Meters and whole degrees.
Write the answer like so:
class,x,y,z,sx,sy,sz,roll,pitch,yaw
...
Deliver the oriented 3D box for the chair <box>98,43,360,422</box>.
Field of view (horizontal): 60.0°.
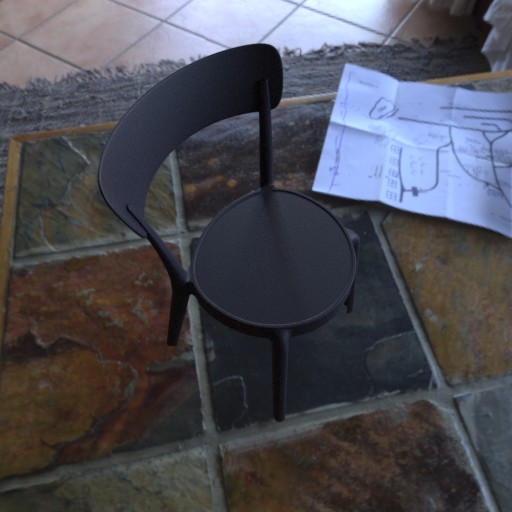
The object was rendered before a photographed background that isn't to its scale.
class,x,y,z,sx,sy,sz,roll,pitch,yaw
chair,0.000,0.000,1.113,0.491,0.790,0.506,30,63,18
